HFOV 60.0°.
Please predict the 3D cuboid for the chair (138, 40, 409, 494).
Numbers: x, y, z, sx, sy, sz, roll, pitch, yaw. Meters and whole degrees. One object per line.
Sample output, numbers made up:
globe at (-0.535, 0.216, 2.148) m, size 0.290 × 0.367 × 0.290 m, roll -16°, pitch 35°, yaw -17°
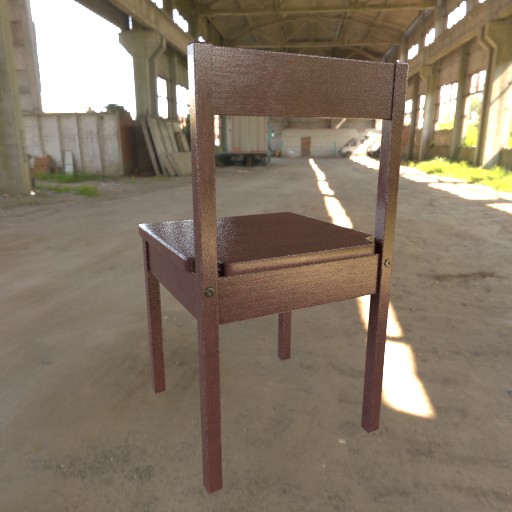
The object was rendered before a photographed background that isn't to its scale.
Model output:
chair at (0.000, 0.000, 0.854) m, size 0.367 × 0.668 × 0.361 m, roll -8°, pitch 17°, yaw -26°
